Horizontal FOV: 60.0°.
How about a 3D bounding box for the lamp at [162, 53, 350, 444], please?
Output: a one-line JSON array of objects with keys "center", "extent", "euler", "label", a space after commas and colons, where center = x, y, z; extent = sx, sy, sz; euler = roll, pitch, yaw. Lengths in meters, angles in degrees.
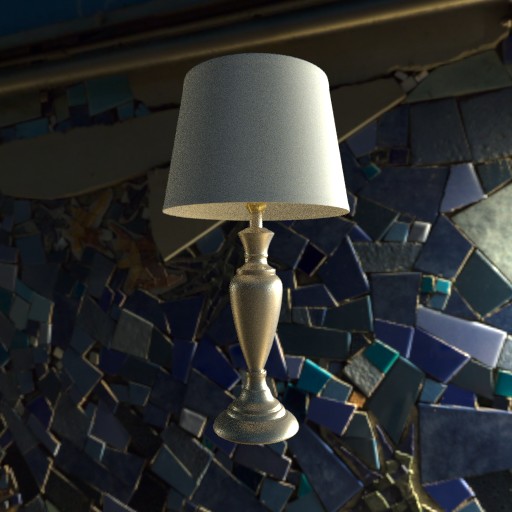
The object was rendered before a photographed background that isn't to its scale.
[{"center": [0.000, 0.000, 0.795], "extent": [0.328, 0.612, 0.328], "euler": [0, 0, 0], "label": "lamp"}]
